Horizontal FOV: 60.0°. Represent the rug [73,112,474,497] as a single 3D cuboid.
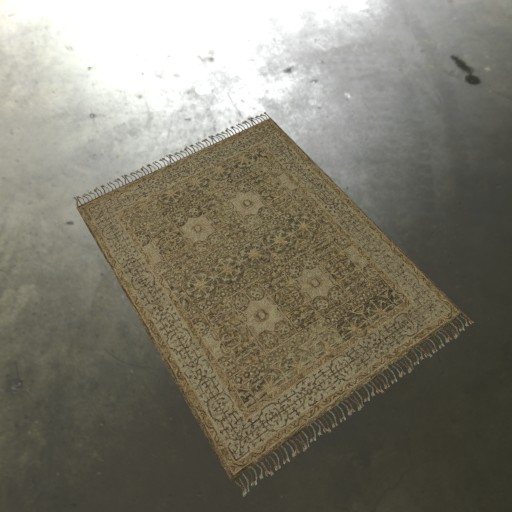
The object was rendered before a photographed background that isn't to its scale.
[{"bbox_3d":[0.000,0.000,4.244,2.431,0.017,3.291,-29,63,-17],"label":"rug"}]
